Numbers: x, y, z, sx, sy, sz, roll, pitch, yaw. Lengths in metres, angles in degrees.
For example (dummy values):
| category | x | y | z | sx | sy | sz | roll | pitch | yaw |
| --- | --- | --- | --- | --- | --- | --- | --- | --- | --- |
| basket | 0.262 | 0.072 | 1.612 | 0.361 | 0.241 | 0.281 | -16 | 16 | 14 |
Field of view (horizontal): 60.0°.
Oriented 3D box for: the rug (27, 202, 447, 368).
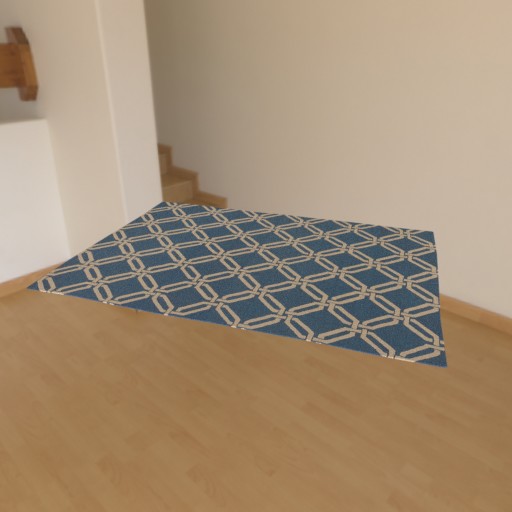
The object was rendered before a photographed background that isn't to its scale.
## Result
| category | x | y | z | sx | sy | sz | roll | pitch | yaw |
| --- | --- | --- | --- | --- | --- | --- | --- | --- | --- |
| rug | 0.000 | 0.000 | 2.741 | 2.135 | 0.013 | 1.524 | 8 | 27 | 16 |
